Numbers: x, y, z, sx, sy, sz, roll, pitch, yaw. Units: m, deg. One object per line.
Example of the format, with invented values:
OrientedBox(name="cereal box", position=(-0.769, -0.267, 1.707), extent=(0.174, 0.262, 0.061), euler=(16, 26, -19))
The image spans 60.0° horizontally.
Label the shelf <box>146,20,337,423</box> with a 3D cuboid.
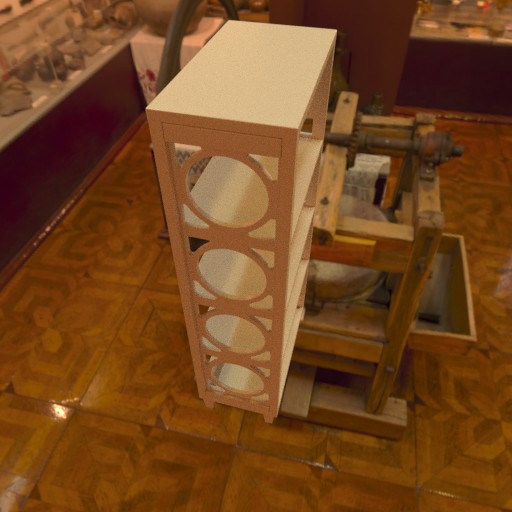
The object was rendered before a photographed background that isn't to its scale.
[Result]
OrientedBox(name="shelf", position=(0.000, 0.000, 1.644), extent=(0.340, 1.411, 0.611), euler=(11, 46, 10))
